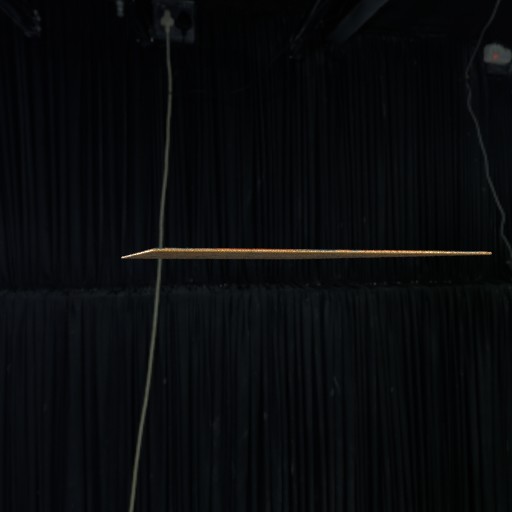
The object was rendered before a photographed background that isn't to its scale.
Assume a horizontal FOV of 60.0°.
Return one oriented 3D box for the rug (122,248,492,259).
[{"bbox_3d":[0.000,0.000,3.749,2.043,0.019,2.916,0,-1,-20],"label":"rug"}]
